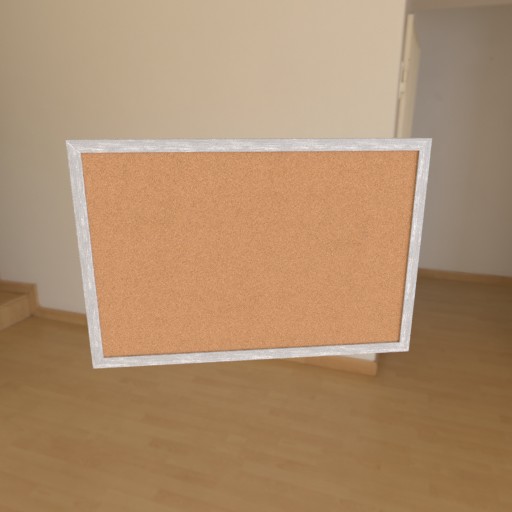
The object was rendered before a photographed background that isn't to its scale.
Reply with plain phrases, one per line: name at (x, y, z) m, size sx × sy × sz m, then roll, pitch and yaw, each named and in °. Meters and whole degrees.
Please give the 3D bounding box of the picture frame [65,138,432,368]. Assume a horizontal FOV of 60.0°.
picture frame at (0.000, 0.000, 1.251) m, size 0.950 × 0.640 × 0.029 m, roll -2°, pitch 17°, yaw -6°
